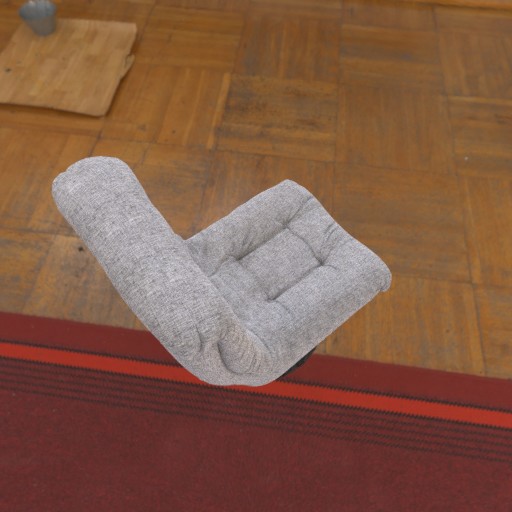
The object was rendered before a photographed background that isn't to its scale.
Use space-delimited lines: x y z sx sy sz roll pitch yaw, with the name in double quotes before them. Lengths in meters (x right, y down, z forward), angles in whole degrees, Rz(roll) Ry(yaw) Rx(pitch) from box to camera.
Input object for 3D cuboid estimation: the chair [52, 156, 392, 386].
"chair" 0.000 0.000 0.958 0.583 0.600 0.400 -33 64 -19
